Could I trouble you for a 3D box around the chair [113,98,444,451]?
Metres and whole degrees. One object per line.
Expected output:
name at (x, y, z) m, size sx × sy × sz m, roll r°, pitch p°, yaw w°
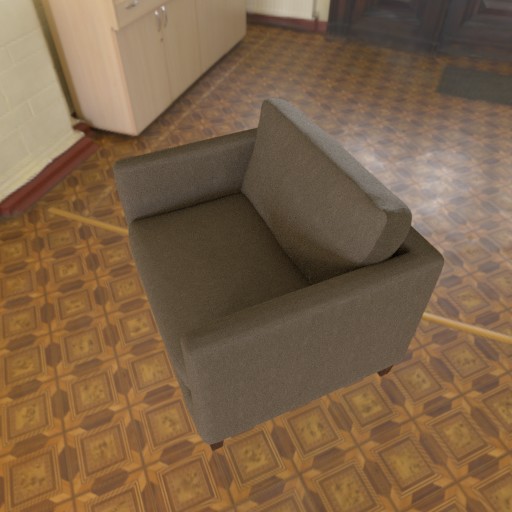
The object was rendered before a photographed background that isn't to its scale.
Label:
chair at (0.000, 0.000, 1.895) m, size 0.959 × 0.963 × 1.107 m, roll -18°, pitch 48°, yaw -17°
